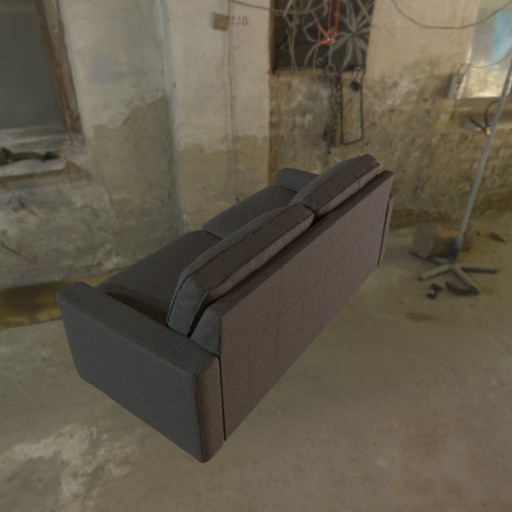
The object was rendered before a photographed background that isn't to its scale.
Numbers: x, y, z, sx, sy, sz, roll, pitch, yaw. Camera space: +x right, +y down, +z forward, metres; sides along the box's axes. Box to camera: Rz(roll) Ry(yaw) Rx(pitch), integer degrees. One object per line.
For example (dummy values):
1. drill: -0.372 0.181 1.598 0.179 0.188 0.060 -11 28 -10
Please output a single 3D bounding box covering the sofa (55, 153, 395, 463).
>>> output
1. sofa: 0.000 0.000 2.646 0.940 0.919 2.080 21 37 29
